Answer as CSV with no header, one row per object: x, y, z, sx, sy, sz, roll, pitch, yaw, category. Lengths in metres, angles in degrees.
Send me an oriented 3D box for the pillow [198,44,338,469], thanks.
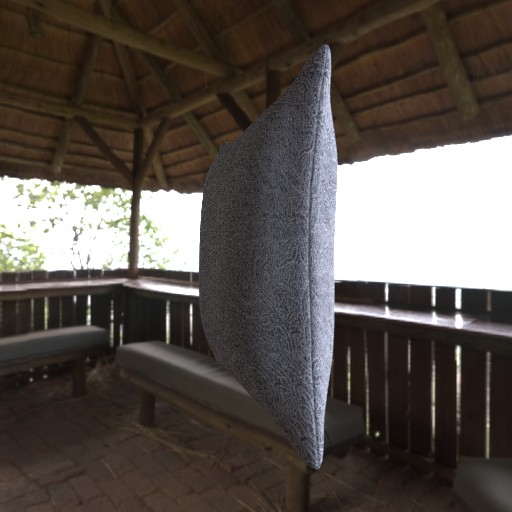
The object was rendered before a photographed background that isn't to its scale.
0.000,0.000,0.776,0.166,0.510,0.523,0,1,-18,pillow
